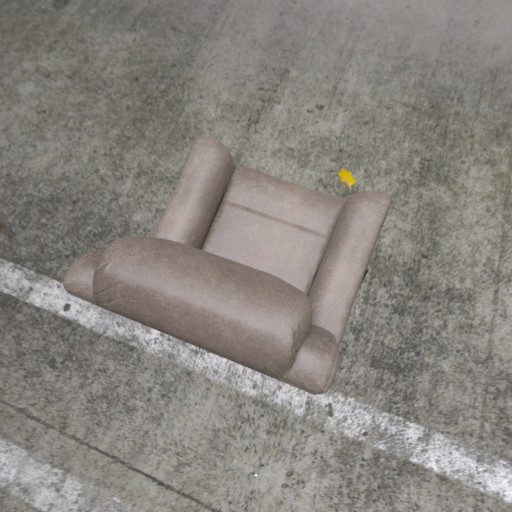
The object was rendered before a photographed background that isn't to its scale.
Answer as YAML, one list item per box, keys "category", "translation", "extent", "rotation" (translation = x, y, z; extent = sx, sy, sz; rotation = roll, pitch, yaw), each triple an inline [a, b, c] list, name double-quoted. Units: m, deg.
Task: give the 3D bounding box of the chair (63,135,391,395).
- category: "chair"
  translation: [0.000, 0.000, 1.890]
  extent: [0.967, 1.116, 1.068]
  rotation: [20, 65, 10]
